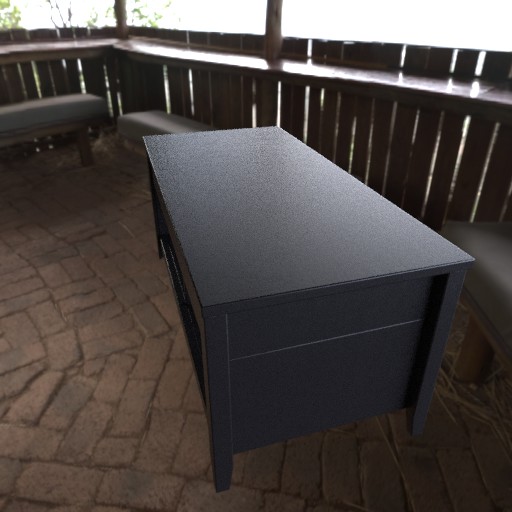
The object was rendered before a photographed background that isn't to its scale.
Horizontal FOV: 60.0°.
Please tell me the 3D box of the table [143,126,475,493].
[{"bbox_3d":[0.000,0.000,1.242,0.483,0.457,1.016,-9,31,-15],"label":"table"}]
